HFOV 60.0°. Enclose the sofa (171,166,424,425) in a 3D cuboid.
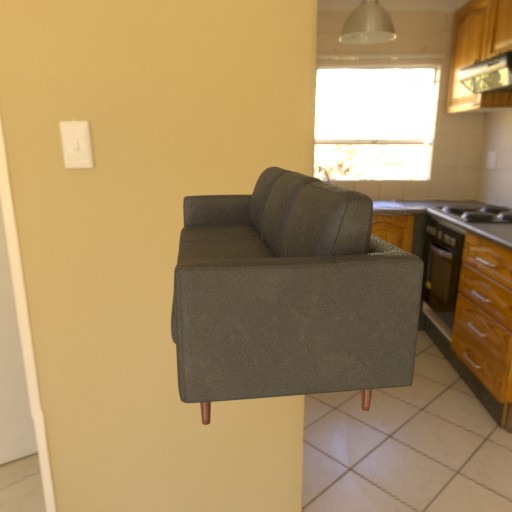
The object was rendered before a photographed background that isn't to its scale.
[{"bbox_3d":[0.000,0.000,2.481,0.879,0.899,2.029,-2,14,-8],"label":"sofa"}]
